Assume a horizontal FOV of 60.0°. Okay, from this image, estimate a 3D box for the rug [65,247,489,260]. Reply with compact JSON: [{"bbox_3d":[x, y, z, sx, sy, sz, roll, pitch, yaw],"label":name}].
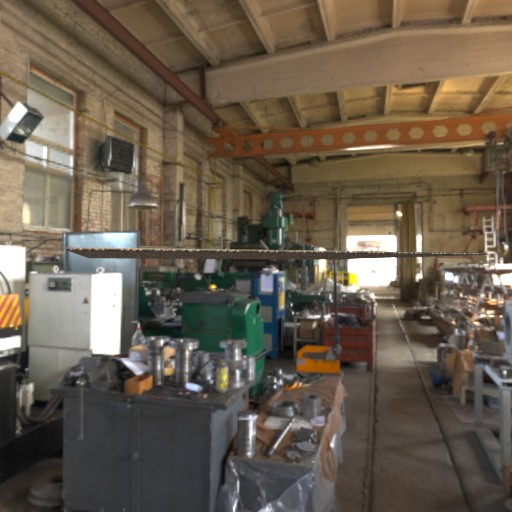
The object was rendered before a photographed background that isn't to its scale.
[{"bbox_3d":[0.000,0.000,3.921,2.902,0.017,2.306,0,-2,-18],"label":"rug"}]
